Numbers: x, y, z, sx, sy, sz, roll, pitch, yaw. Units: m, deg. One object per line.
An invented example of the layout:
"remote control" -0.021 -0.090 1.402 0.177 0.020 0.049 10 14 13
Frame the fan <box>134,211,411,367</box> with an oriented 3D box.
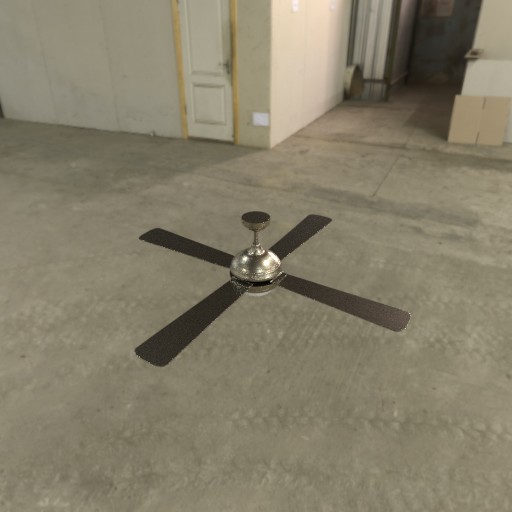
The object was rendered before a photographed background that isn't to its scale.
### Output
"fan" 0.000 0.000 1.974 1.321 0.381 1.321 -20 36 -31
